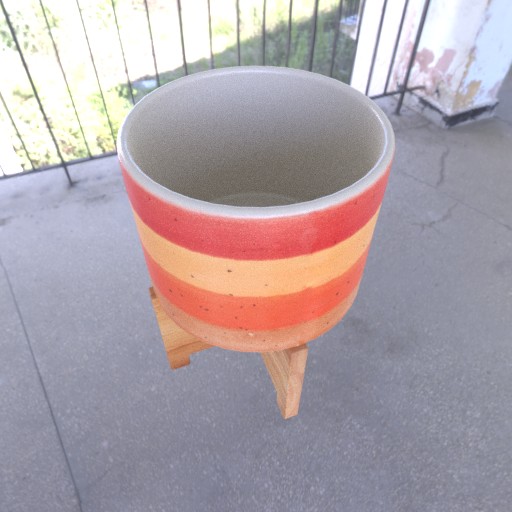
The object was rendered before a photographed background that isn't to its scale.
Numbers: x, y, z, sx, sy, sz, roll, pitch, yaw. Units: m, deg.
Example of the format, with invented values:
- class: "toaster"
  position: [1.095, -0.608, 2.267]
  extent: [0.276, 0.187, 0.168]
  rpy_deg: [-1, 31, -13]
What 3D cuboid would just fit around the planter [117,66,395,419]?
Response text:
- class: "planter"
  position: [0.000, 0.000, 0.404]
  extent: [0.199, 0.268, 0.199]
  rpy_deg: [0, 47, 0]
